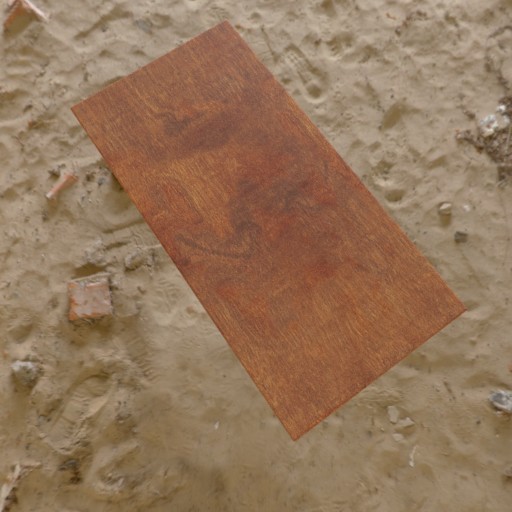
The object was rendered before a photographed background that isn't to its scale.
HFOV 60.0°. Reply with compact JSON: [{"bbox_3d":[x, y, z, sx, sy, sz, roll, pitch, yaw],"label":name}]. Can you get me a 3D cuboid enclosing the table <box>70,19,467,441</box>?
[{"bbox_3d":[0.000,0.000,0.961,0.305,0.610,0.610,-34,77,-9],"label":"table"}]
